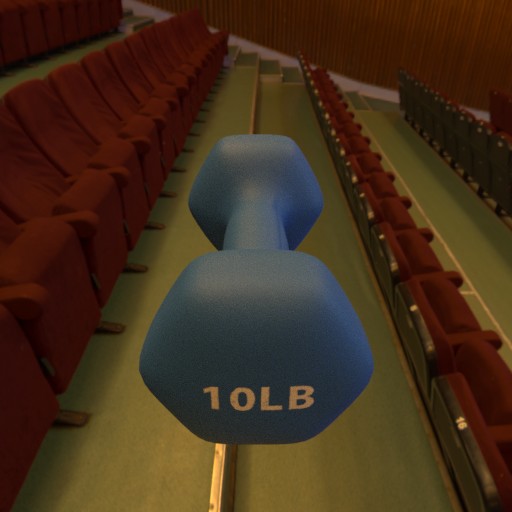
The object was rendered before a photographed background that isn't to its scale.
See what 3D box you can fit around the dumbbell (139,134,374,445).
[{"bbox_3d":[0.000,0.000,0.265,0.103,0.093,0.212,0,32,0],"label":"dumbbell"}]
